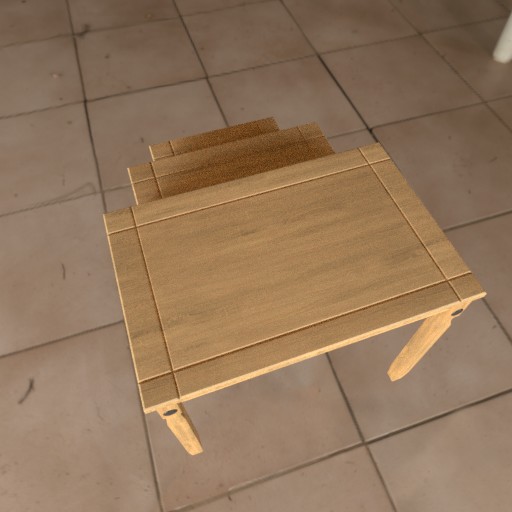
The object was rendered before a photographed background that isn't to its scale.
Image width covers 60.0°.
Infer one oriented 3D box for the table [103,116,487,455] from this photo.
[{"bbox_3d":[0.000,0.000,1.204,0.660,0.535,0.773,-16,59,-10],"label":"table"}]
